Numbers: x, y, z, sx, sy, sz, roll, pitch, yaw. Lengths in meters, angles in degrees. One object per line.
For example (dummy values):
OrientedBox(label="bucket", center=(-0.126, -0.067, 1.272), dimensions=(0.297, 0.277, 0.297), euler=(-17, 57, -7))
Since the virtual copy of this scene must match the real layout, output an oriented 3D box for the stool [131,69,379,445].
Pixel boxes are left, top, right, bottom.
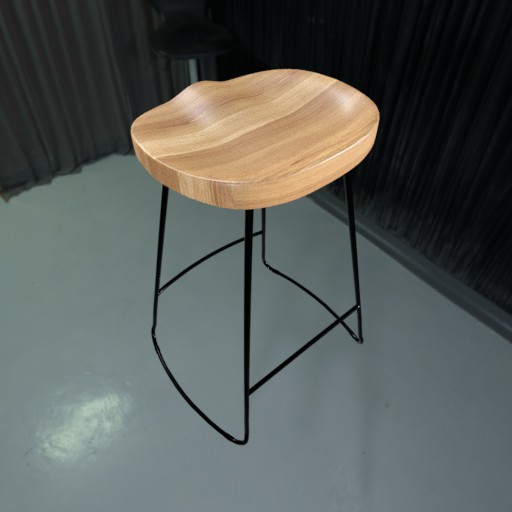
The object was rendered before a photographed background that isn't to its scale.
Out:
OrientedBox(label="stool", center=(0.000, 0.000, 0.962), dimensions=(0.480, 0.679, 0.401), euler=(-32, 53, -27))
